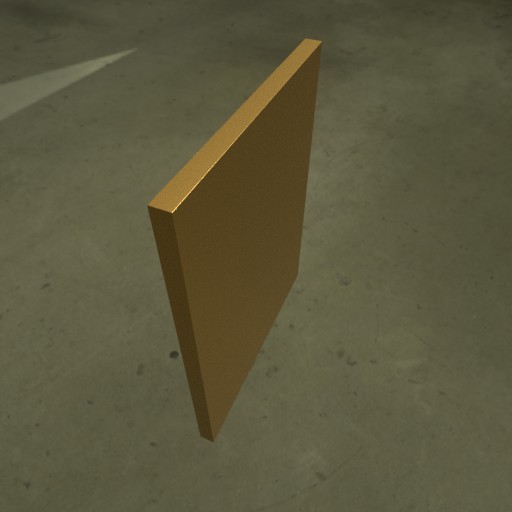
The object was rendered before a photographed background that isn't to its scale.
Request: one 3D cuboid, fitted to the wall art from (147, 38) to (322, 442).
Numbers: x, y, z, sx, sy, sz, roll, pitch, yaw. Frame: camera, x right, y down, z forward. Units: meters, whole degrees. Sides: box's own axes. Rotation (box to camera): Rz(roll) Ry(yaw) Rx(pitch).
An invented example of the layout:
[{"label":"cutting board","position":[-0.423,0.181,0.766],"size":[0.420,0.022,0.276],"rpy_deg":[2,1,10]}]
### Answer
[{"label":"wall art","position":[0.000,0.000,1.036],"size":[0.038,0.762,0.610],"rpy_deg":[18,49,16]}]
